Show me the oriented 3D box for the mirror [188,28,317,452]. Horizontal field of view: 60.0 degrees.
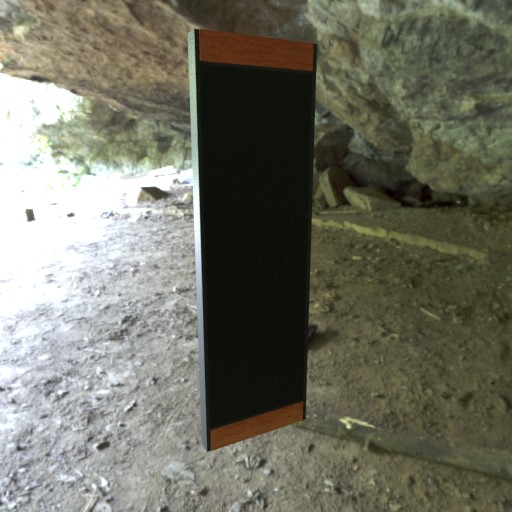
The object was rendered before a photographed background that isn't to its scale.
[{"bbox_3d":[0.000,0.000,1.245,0.343,1.123,0.047,-7,16,-27],"label":"mirror"}]
